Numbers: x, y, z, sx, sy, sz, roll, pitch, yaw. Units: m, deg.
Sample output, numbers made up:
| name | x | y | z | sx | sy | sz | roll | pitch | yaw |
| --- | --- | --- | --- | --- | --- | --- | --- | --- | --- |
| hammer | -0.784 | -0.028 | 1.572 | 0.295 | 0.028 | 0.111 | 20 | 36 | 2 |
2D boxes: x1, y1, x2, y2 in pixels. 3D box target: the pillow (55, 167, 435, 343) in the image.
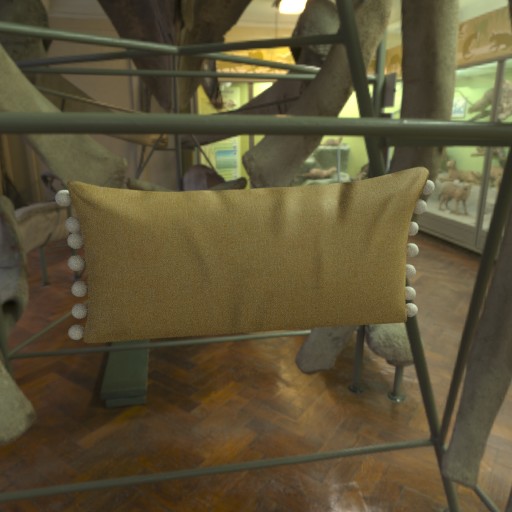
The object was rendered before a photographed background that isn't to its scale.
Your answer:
| name | x | y | z | sx | sy | sz | roll | pitch | yaw |
| --- | --- | --- | --- | --- | --- | --- | --- | --- | --- |
| pillow | 0.000 | 0.000 | 0.836 | 0.709 | 0.322 | 0.201 | -3 | 17 | -9 |
